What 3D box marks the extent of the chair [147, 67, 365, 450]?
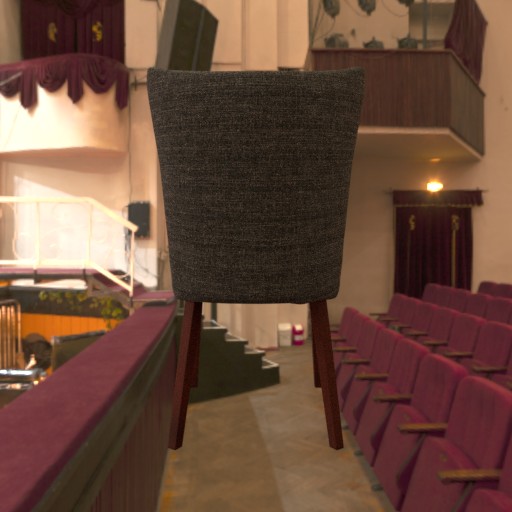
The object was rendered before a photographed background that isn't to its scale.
[{"bbox_3d":[0.000,0.000,1.262,0.535,0.924,0.623,0,1,0],"label":"chair"}]
